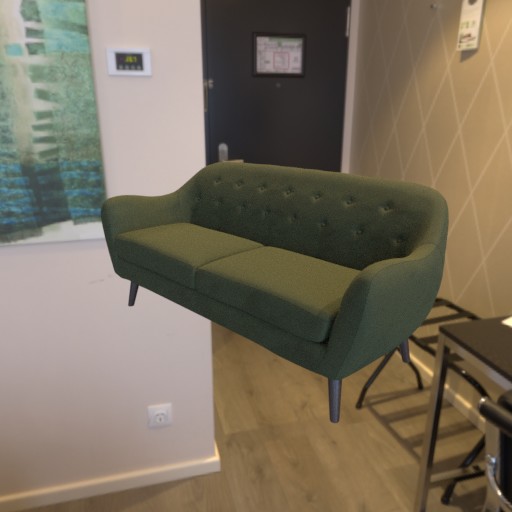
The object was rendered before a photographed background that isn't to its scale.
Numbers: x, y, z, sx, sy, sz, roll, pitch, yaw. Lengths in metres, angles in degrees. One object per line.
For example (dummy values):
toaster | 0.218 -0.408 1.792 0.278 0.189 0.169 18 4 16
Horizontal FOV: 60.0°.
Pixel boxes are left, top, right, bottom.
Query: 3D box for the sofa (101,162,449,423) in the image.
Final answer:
sofa | 0.000 0.000 2.312 1.840 0.836 0.820 17 25 42
